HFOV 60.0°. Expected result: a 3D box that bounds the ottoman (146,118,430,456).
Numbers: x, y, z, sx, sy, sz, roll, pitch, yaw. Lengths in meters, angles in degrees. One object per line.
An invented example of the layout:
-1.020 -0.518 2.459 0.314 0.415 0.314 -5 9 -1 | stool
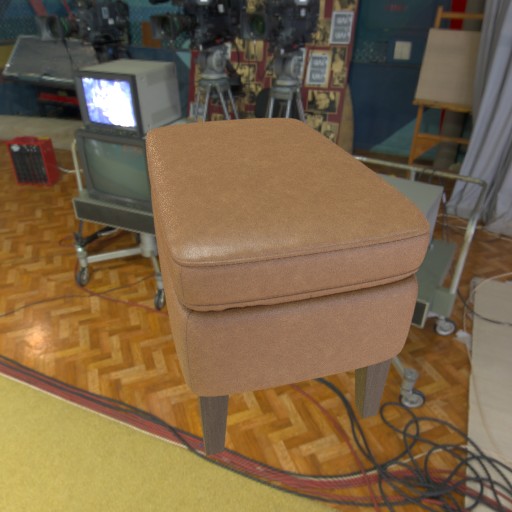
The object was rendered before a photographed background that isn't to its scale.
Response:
0.000 0.000 0.991 0.420 0.480 0.670 -8 32 -13 | ottoman
